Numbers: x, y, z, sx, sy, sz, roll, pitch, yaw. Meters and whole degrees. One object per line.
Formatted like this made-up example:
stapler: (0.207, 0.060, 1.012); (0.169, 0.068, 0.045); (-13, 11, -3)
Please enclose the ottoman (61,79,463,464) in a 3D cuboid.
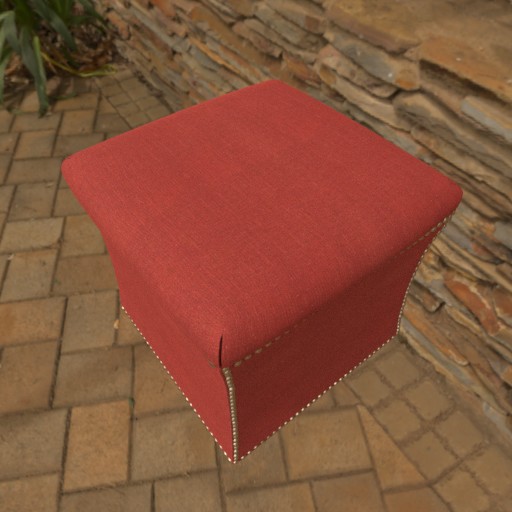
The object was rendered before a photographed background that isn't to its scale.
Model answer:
ottoman: (0.000, 0.000, 0.882); (0.507, 0.475, 0.497); (-30, 55, -24)
